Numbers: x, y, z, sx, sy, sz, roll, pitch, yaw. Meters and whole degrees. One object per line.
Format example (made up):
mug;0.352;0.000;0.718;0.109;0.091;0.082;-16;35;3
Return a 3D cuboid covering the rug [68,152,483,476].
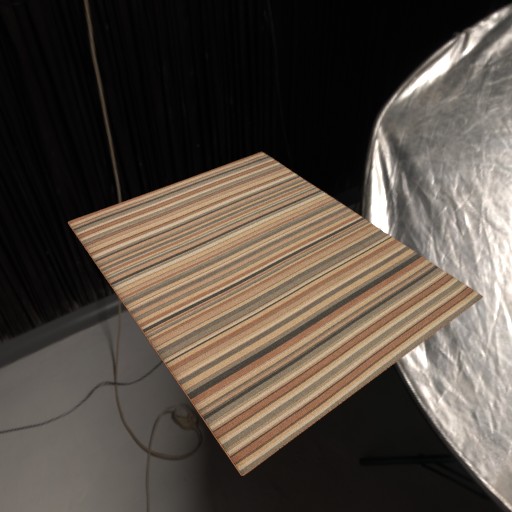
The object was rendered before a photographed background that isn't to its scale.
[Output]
rug;0.000;0.000;4.040;2.436;0.011;3.045;-26;48;-26
